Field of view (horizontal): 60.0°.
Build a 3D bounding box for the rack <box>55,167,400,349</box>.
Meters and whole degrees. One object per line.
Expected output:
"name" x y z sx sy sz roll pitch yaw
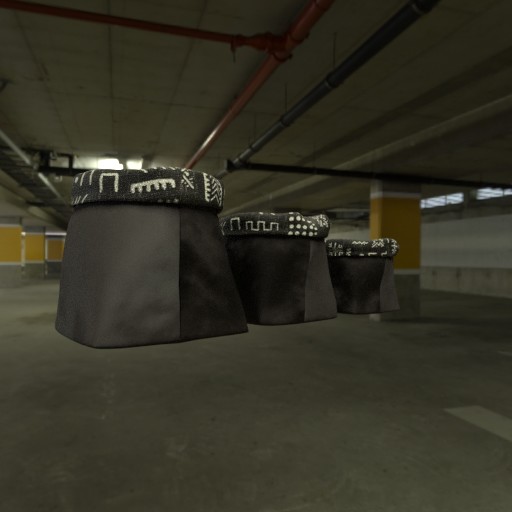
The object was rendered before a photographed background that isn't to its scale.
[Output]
"rack" 0.000 0.000 1.107 0.905 0.323 0.379 0 0 -35
